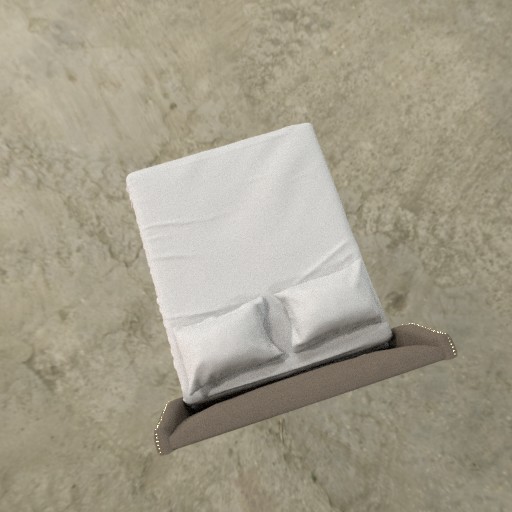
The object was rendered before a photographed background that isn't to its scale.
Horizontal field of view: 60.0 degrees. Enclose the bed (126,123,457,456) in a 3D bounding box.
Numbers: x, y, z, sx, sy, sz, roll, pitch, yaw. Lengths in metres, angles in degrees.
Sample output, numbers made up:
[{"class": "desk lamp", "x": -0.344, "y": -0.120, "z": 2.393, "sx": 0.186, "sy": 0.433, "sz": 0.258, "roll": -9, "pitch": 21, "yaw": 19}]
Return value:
[{"class": "bed", "x": 0.000, "y": 0.000, "z": 3.523, "sx": 1.925, "sy": 1.332, "sz": 2.276, "roll": -17, "pitch": 77, "yaw": -4}]
